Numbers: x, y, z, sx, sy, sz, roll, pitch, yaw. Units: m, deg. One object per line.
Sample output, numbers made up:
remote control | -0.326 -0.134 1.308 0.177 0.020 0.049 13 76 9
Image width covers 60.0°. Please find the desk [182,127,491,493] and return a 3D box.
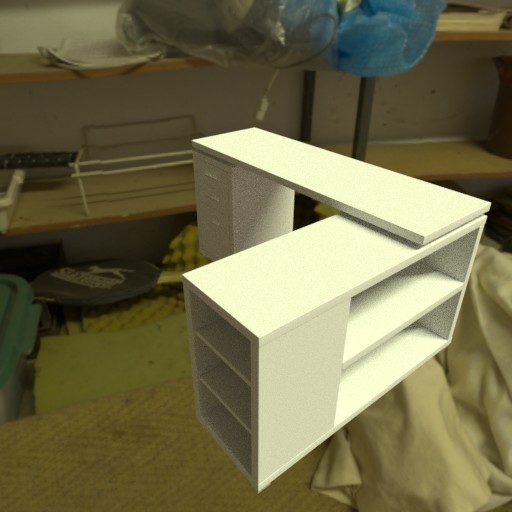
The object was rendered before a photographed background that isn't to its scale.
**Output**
desk | 0.000 0.000 2.158 1.200 0.753 1.524 -22 37 -33
